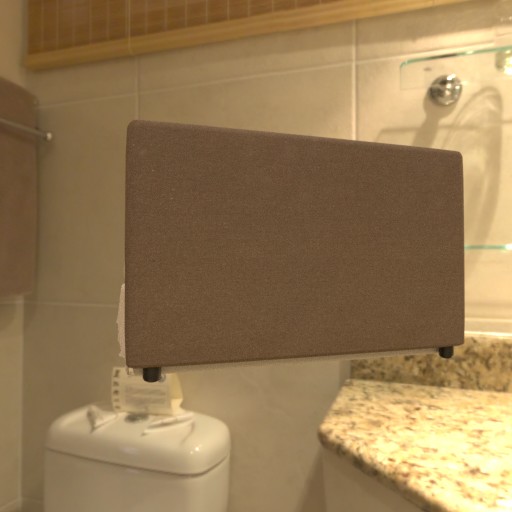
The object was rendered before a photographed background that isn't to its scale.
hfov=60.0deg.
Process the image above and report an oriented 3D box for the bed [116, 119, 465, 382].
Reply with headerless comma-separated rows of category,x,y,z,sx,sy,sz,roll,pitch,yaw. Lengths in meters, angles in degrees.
bed,0.000,0.000,3.562,2.119,1.317,2.341,0,-1,-18
